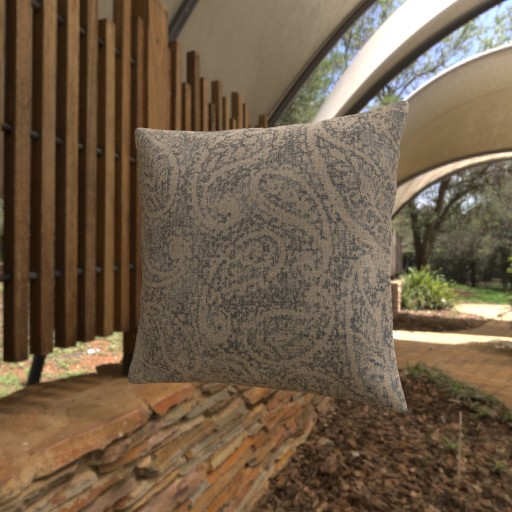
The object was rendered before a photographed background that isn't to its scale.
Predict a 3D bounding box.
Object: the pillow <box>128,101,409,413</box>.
[{"bbox_3d":[0.000,0.000,0.801,0.523,0.510,0.166,0,0,17],"label":"pillow"}]
